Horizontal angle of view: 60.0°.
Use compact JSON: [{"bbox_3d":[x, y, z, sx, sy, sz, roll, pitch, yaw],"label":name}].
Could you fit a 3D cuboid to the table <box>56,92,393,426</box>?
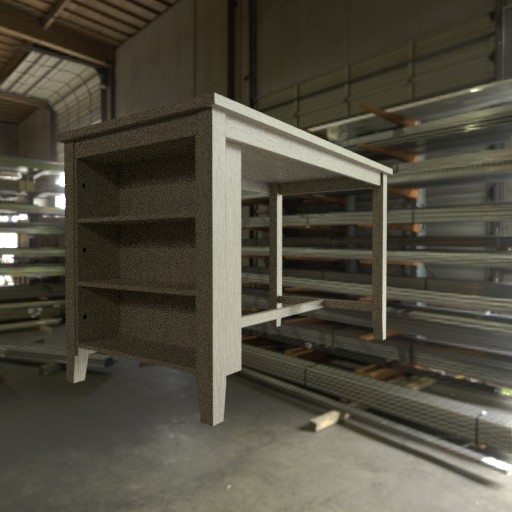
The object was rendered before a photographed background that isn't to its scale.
[{"bbox_3d":[0.000,0.000,1.925,0.729,0.874,1.397,1,2,35],"label":"table"}]
